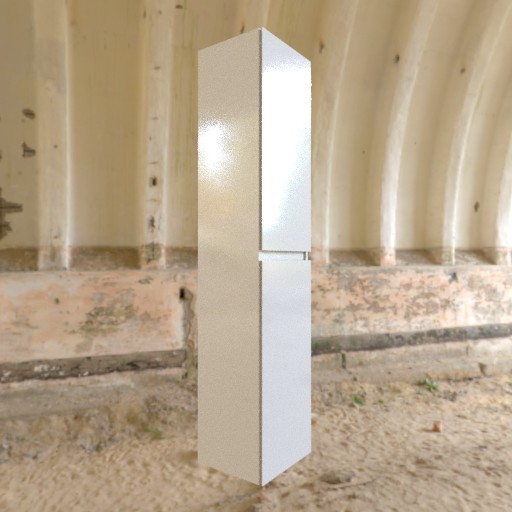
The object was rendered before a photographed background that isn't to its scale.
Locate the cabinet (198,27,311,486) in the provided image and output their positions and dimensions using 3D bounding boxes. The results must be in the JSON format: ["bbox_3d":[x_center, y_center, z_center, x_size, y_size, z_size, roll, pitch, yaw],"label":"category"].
[{"bbox_3d":[0.000,0.000,1.550,0.270,1.400,0.300,0,0,36],"label":"cabinet"}]
